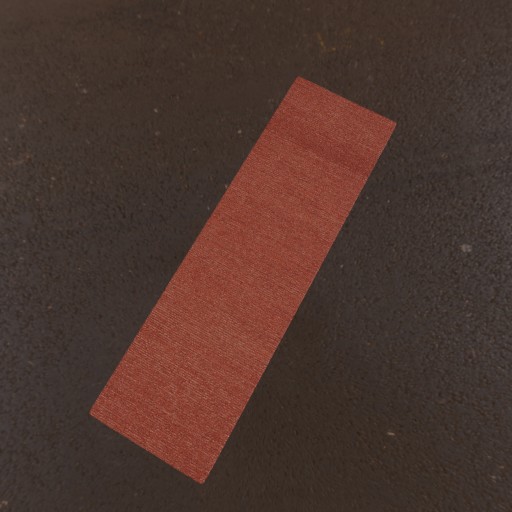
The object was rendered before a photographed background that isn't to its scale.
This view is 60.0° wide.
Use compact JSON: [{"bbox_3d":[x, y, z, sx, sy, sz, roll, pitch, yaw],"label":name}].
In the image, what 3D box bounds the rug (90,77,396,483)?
[{"bbox_3d":[0.000,0.000,2.496,0.687,0.012,2.307,28,77,7],"label":"rug"}]
